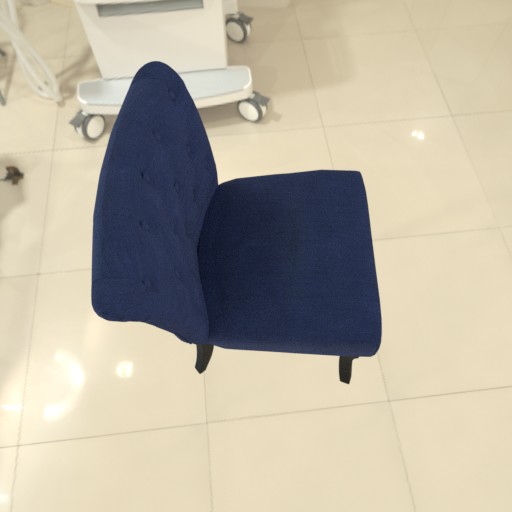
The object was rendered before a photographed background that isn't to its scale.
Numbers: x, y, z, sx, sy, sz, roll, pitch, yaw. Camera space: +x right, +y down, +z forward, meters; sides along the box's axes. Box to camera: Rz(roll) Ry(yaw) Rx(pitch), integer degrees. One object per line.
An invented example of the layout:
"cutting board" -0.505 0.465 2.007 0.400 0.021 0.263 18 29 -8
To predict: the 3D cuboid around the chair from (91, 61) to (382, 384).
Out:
"chair" 0.000 0.000 1.157 0.606 0.753 0.585 0 63 0
